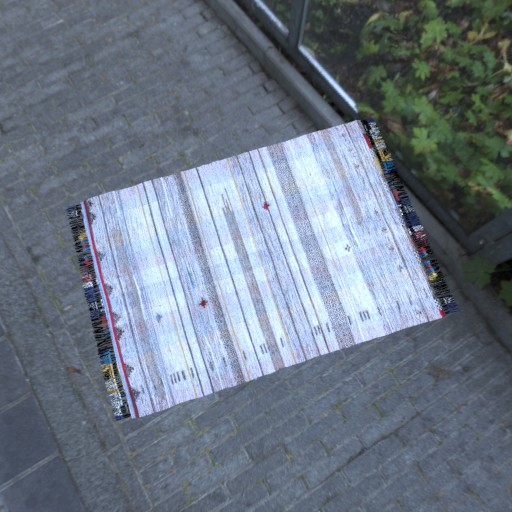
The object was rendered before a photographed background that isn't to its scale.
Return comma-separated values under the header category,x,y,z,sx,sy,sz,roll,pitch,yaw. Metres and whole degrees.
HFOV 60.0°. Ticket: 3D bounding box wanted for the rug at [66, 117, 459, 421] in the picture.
category,x,y,z,sx,sy,sz,roll,pitch,yaw
rug,0.000,0.000,2.373,1.848,0.012,1.217,-17,75,-5
